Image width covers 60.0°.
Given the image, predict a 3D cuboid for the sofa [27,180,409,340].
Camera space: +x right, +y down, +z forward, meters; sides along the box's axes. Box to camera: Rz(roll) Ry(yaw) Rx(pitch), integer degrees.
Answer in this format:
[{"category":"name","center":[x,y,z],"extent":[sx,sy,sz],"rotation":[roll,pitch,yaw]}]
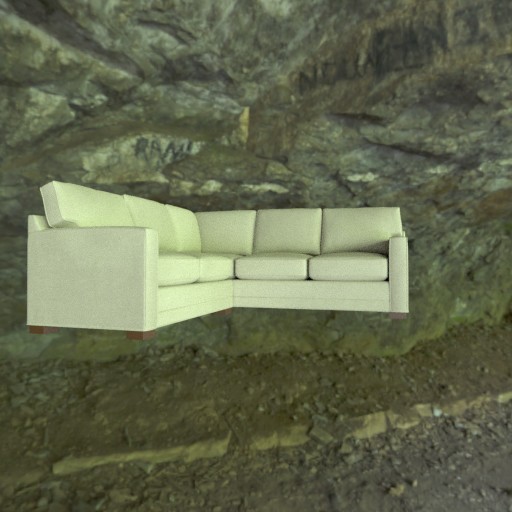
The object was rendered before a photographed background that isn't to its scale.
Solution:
[{"category":"sofa","center":[0.000,0.000,3.343],"extent":[2.189,0.939,2.182],"rotation":[0,-1,18]}]
